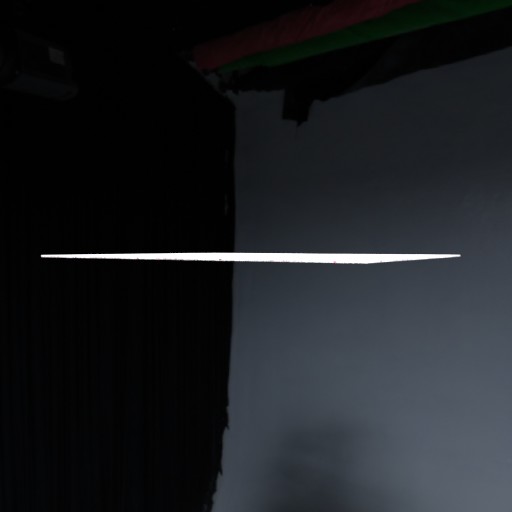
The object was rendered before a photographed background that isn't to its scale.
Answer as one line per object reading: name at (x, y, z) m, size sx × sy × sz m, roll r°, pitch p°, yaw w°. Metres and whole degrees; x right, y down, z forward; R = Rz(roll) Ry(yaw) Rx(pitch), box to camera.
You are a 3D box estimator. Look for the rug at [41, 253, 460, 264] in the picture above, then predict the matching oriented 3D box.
rug at (0.000, 0.000, 3.973) m, size 2.959 × 0.016 × 2.317 m, roll 1°, pitch 1°, yaw 35°
